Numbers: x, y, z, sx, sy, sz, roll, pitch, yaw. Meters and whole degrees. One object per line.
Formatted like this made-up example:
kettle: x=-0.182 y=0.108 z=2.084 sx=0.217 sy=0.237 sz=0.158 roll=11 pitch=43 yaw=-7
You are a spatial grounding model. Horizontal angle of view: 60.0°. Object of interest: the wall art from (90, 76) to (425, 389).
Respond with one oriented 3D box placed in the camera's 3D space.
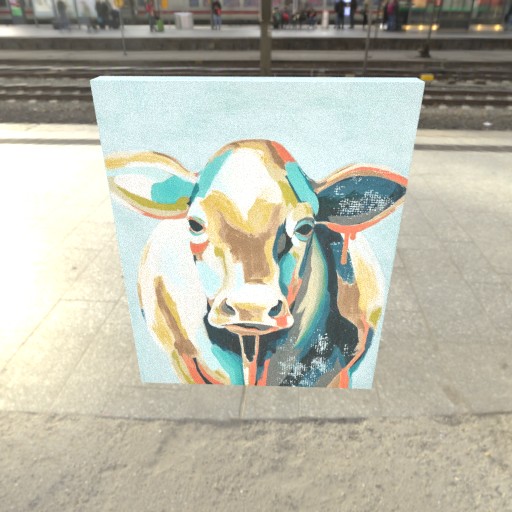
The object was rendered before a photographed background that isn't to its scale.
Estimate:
wall art: x=0.000 y=0.000 z=0.680 sx=0.409 sy=0.509 sz=0.037 roll=1 pitch=29 yaw=2
